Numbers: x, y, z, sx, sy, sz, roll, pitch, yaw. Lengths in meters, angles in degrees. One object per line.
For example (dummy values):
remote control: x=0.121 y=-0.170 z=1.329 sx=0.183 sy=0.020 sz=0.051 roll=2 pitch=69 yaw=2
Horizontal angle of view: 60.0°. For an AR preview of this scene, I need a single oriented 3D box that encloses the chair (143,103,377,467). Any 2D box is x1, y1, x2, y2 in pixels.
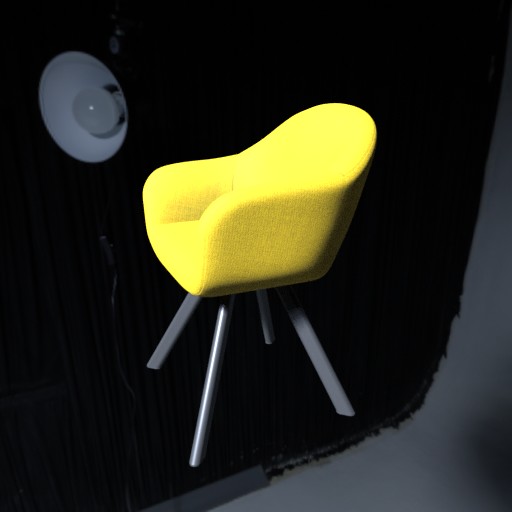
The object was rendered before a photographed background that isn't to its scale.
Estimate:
chair: x=0.000 y=0.000 z=1.210 sx=0.550 sy=0.795 sz=0.590 roll=-8 pitch=18 yaw=-24
